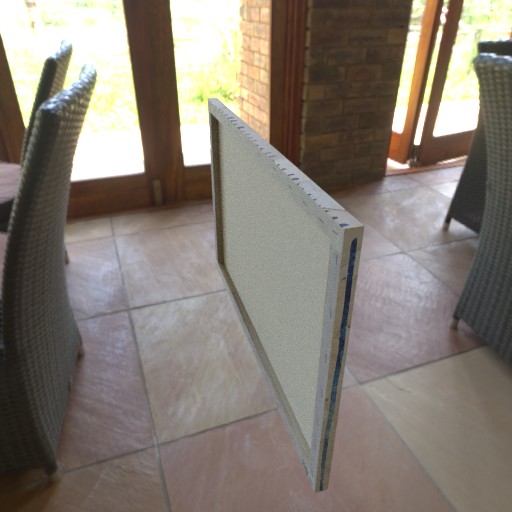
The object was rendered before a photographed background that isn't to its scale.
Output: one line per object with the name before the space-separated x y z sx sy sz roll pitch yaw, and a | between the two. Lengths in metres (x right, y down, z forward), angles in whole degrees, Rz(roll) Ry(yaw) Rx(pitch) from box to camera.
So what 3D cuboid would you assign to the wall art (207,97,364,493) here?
wall art | 0.000 0.000 1.414 0.038 0.757 1.143 -9 32 -15
